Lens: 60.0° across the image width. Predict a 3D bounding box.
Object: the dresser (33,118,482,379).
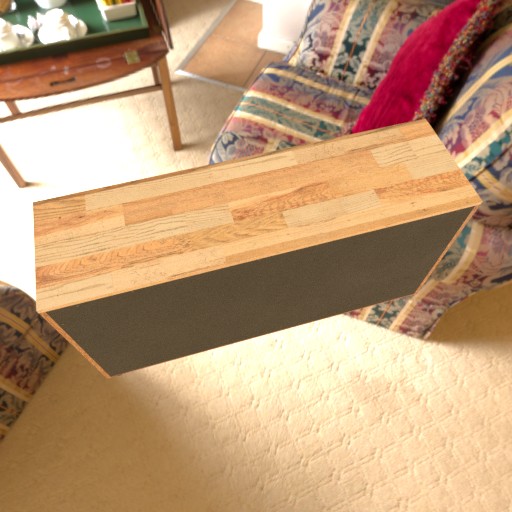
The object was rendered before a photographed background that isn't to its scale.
[{"bbox_3d":[0.000,0.000,1.952,1.547,0.834,0.487,-14,60,-8],"label":"dresser"}]
